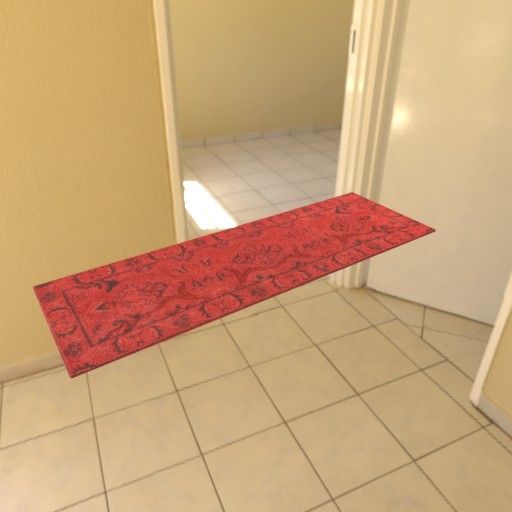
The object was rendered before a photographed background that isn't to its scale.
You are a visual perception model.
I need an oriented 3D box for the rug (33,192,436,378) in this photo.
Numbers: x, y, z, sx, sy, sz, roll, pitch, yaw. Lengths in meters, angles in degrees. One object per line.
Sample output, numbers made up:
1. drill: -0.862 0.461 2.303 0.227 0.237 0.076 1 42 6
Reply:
1. rug: 0.000 0.000 2.750 2.439 0.018 0.813 -19 36 -29
